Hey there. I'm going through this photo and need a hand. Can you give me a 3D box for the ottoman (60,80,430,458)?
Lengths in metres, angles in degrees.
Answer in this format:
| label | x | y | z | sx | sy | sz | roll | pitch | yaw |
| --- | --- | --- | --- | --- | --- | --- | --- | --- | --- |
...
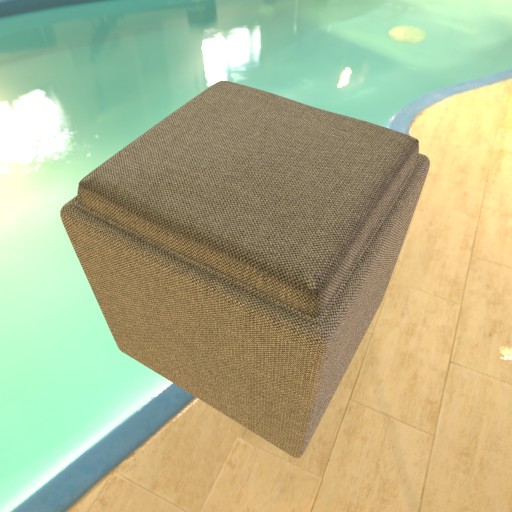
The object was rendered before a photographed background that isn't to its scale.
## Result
| label | x | y | z | sx | sy | sz | roll | pitch | yaw |
| --- | --- | --- | --- | --- | --- | --- | --- | --- | --- |
| ottoman | 0.000 | 0.000 | 0.848 | 0.454 | 0.487 | 0.436 | 24 | 52 | 20 |
